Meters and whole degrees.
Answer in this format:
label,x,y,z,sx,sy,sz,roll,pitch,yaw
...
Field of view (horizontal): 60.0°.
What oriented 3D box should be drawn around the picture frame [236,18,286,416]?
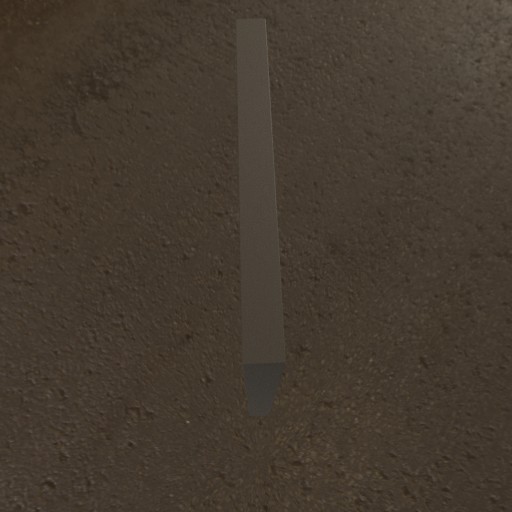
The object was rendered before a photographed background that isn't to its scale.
label,x,y,z,sx,sy,sz,roll,pitch,yaw
picture frame,0.000,0.000,1.352,0.073,0.968,0.839,-2,65,-1
